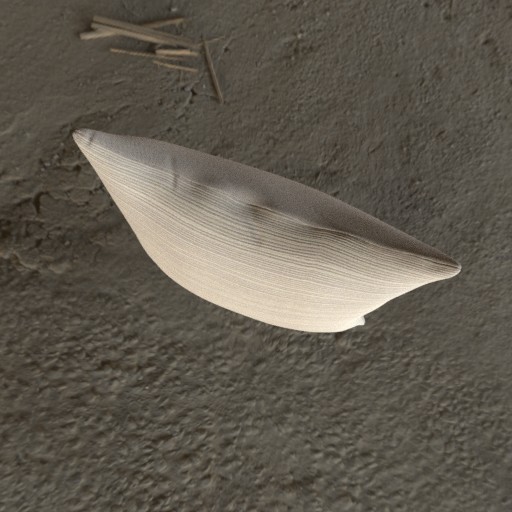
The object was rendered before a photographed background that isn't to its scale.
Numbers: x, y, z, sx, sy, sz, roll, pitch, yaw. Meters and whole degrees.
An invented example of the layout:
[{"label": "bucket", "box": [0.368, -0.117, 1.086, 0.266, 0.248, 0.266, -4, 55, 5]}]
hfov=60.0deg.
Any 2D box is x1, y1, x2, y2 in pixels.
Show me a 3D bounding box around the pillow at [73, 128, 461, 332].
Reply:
[{"label": "pillow", "box": [0.000, 0.000, 0.776, 0.512, 0.497, 0.204, 20, 75, 6]}]
